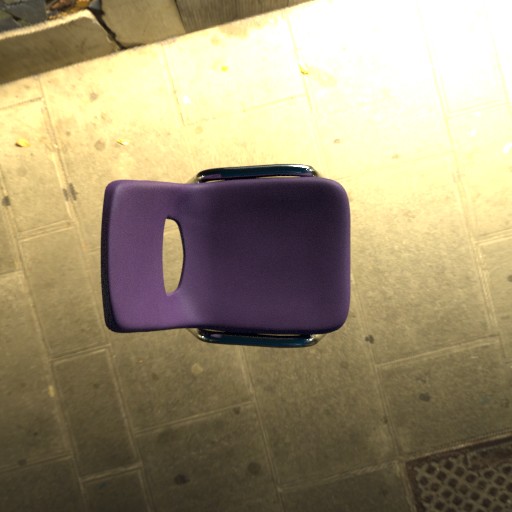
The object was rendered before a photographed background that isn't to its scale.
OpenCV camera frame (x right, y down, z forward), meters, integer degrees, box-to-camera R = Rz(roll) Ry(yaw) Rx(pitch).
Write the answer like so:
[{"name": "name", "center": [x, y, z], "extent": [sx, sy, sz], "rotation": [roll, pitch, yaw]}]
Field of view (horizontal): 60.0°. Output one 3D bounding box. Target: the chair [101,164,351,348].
[{"name": "chair", "center": [0.000, 0.000, 0.843], "extent": [0.419, 0.584, 0.356], "rotation": [0, 90, 0]}]
